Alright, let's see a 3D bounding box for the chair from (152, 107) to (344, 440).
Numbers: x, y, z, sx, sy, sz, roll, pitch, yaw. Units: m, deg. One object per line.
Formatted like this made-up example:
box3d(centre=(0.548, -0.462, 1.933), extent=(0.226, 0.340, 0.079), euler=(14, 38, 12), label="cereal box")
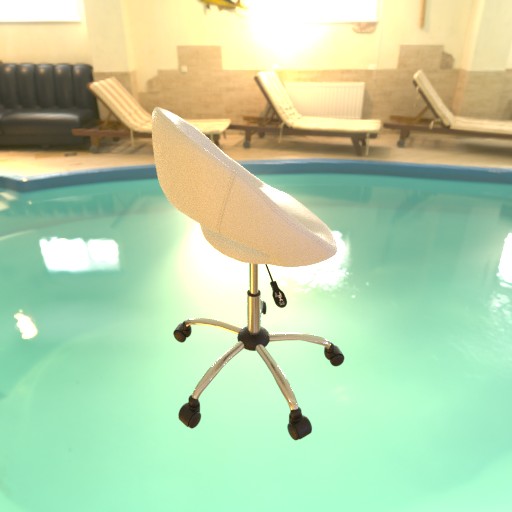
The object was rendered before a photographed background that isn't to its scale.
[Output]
box3d(centre=(0.000, 0.000, 1.201), extent=(0.538, 0.791, 0.612), euler=(-10, 30, -17), label="chair")
